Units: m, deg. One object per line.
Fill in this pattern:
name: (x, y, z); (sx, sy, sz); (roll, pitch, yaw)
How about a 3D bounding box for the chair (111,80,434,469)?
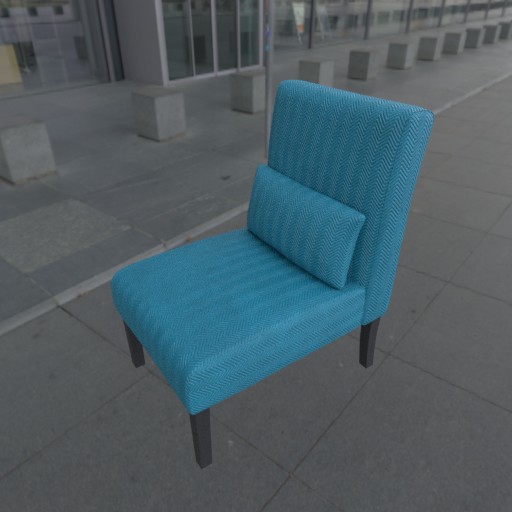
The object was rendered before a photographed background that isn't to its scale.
chair: (0.000, 0.000, 1.419); (0.808, 0.927, 0.579); (-20, 37, -30)
